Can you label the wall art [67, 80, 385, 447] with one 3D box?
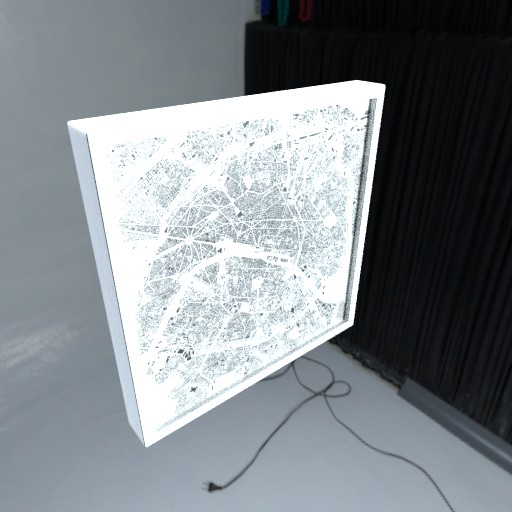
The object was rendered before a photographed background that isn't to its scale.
[{"bbox_3d":[0.000,0.000,0.450,0.305,0.305,0.038,-22,36,-33],"label":"wall art"}]
